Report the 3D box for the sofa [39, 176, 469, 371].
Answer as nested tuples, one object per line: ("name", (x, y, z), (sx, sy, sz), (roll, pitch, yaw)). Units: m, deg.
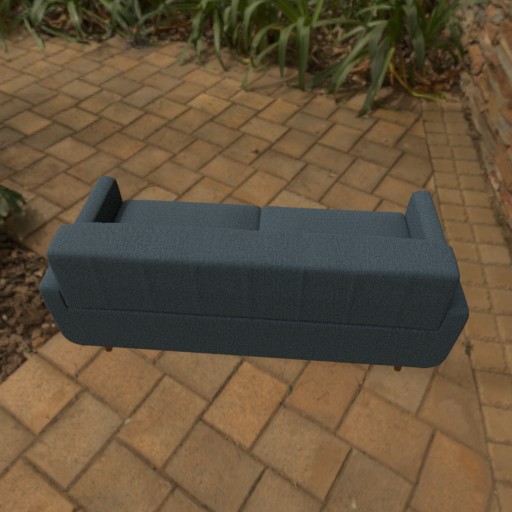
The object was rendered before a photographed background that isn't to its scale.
("sofa", (0.000, 0.000, 2.517), (2.055, 0.884, 0.942), (3, 46, 3))
